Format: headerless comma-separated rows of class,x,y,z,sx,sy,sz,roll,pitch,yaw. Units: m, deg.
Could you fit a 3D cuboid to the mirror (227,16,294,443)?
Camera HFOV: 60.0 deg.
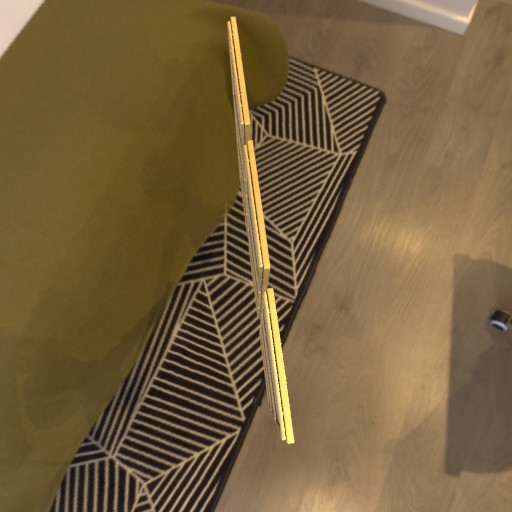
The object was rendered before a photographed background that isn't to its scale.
mirror,0.000,0.000,1.438,0.023,0.926,1.011,-7,75,-2
